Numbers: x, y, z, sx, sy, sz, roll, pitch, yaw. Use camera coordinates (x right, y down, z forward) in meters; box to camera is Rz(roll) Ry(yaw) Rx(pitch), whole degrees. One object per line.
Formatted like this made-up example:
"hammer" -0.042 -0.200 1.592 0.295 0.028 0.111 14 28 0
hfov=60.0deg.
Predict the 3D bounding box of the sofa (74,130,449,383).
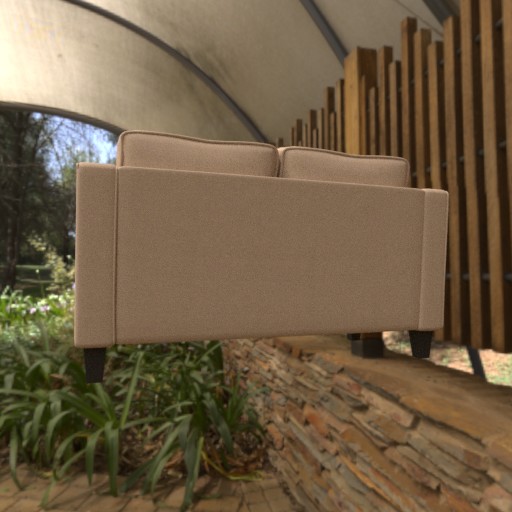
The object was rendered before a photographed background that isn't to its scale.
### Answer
"sofa" 0.000 0.000 3.488 2.587 1.562 1.351 1 -3 -19
